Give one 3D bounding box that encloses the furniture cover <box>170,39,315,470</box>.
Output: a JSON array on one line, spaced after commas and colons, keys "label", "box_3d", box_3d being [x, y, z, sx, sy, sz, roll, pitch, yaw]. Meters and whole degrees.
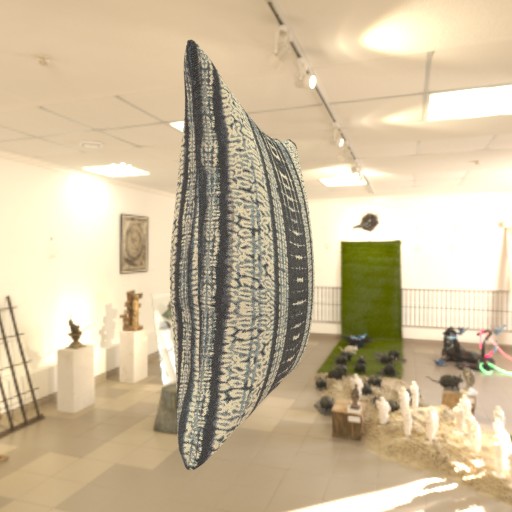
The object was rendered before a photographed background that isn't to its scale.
[{"label": "furniture cover", "box_3d": [0.000, 0.000, 0.642, 0.133, 0.435, 0.425, 0, 0, 18]}]
